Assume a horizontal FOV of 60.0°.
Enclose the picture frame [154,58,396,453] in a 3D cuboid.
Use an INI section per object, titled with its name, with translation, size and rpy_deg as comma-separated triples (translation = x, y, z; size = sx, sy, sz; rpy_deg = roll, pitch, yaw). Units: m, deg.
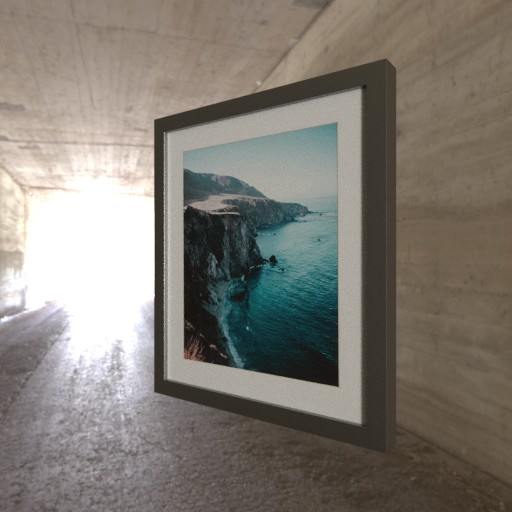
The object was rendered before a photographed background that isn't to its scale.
[picture frame]
translation = 0.000, 0.000, 1.358
size = 0.839, 0.968, 0.073
rpy_deg = 0, 0, 36
